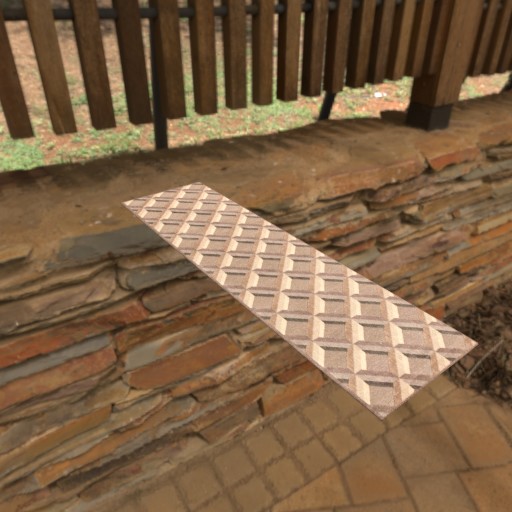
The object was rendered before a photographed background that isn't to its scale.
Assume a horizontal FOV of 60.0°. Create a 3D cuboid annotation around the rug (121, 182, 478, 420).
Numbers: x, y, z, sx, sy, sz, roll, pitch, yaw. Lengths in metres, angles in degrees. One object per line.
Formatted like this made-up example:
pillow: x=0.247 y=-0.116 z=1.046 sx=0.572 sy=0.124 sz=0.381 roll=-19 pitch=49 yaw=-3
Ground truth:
rug: x=0.000 y=0.000 z=2.659 sx=0.685 sy=0.013 sz=2.437 roll=-22 pitch=38 yaw=-31
